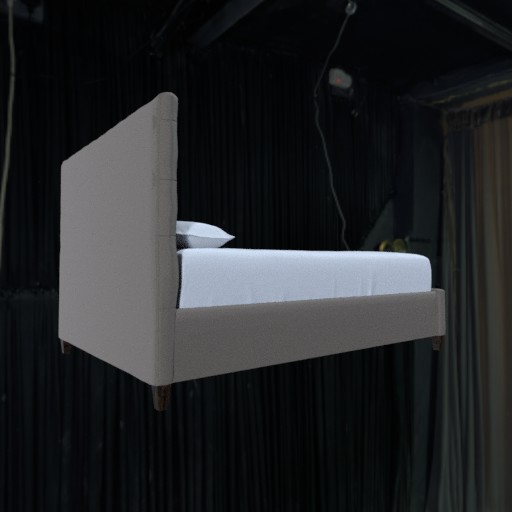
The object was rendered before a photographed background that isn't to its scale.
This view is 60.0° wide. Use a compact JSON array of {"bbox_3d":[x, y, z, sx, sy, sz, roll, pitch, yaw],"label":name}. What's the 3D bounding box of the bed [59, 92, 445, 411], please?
[{"bbox_3d":[0.000,0.000,3.329,2.387,1.427,1.698,1,-1,-37],"label":"bed"}]
